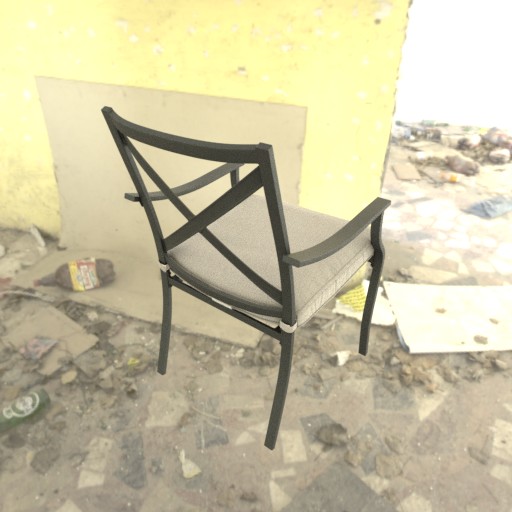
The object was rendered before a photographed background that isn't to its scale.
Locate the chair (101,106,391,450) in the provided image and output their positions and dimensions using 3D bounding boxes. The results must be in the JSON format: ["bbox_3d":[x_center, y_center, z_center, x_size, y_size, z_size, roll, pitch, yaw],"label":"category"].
[{"bbox_3d":[0.000,0.000,1.315,0.575,0.889,0.620,22,38,32],"label":"chair"}]
